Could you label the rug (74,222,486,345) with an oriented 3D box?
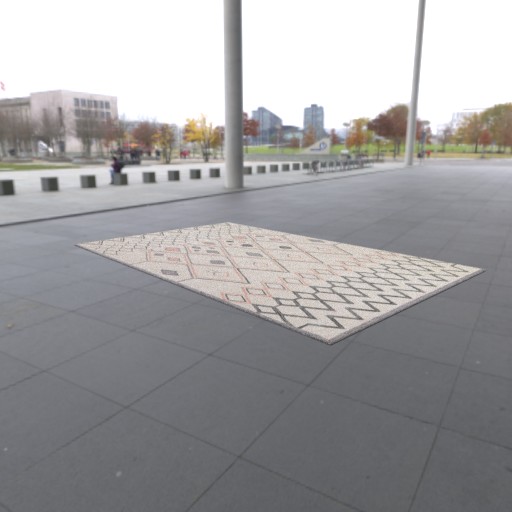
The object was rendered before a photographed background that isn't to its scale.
[{"bbox_3d":[0.000,0.000,3.026,1.524,0.015,2.438,-12,18,-42],"label":"rug"}]
